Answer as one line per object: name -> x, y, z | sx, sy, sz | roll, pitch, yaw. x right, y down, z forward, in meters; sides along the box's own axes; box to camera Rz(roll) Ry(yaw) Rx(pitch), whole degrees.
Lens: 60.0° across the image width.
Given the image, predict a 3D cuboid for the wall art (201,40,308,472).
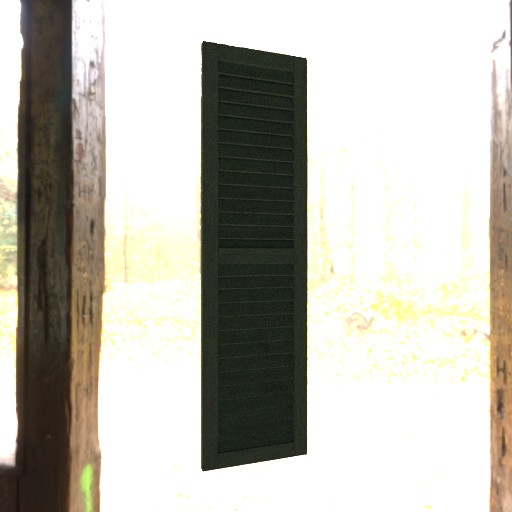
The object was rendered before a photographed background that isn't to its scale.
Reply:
wall art -> 0.000, 0.000, 1.316 | 0.329, 1.219, 0.025 | 0, 0, -20
